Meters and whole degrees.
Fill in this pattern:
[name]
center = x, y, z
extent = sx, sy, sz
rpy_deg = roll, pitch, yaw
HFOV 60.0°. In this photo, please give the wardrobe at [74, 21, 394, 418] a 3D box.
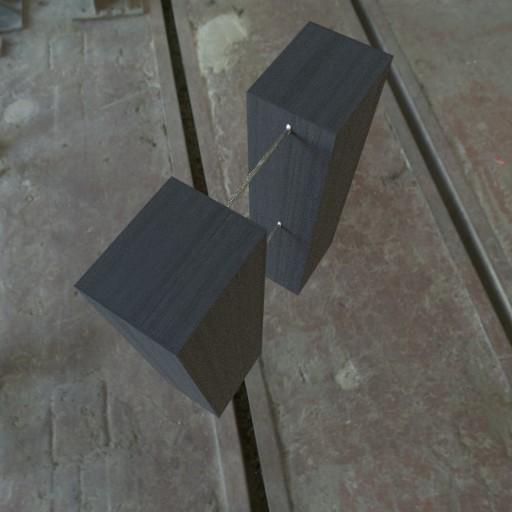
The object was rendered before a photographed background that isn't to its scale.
[wardrobe]
center = 0.000, 0.000, 2.821
extent = 0.480, 2.000, 1.770
rpy_deg = 30, 68, 14
